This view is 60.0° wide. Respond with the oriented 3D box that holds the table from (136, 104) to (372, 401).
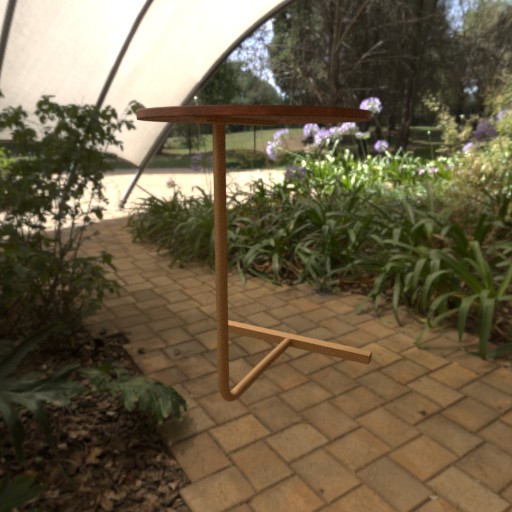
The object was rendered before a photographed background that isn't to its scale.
[{"bbox_3d":[0.000,0.000,1.147,0.530,0.706,0.577,8,17,27],"label":"table"}]
